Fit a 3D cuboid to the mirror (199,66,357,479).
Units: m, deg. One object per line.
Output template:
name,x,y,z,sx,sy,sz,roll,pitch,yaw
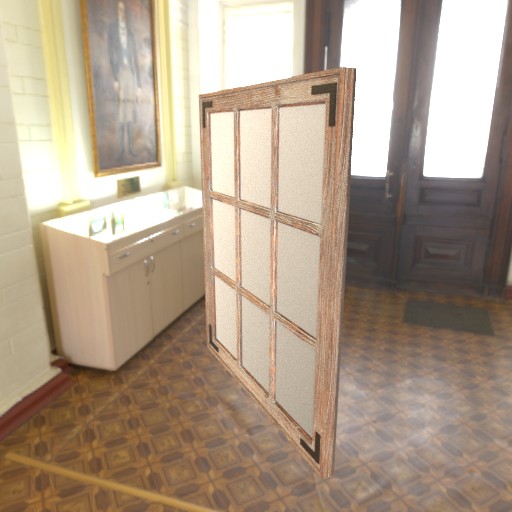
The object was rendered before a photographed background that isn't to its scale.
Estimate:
mirror,0.000,0.000,1.220,0.032,0.882,0.730,-8,18,-26
